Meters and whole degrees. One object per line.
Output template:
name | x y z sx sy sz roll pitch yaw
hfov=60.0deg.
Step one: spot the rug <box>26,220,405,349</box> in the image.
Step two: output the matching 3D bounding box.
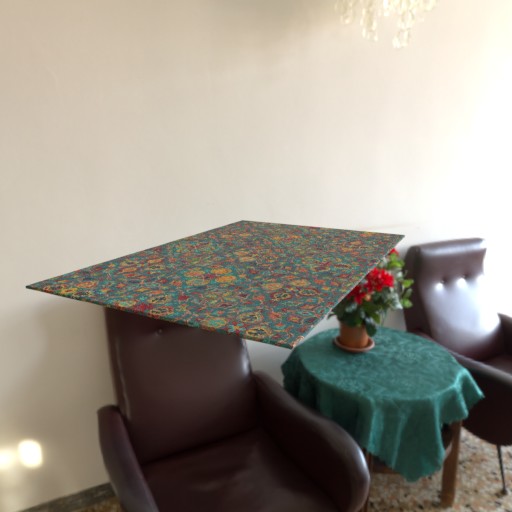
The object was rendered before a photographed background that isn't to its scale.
rug | 0.000 0.000 2.362 1.216 0.014 1.836 8 16 27
